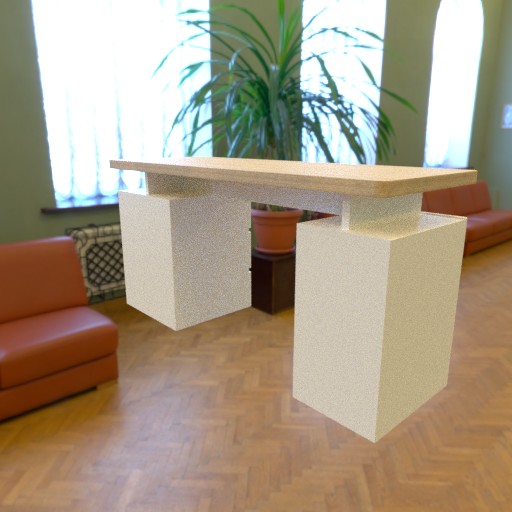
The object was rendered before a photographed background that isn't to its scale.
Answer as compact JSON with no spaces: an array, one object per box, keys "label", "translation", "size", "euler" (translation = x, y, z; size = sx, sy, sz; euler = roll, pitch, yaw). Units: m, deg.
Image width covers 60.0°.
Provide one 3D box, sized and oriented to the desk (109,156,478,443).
[{"label":"desk","translation":[0.000,0.000,1.852],"size":[0.550,0.755,1.500],"euler":[-13,20,-41]}]
